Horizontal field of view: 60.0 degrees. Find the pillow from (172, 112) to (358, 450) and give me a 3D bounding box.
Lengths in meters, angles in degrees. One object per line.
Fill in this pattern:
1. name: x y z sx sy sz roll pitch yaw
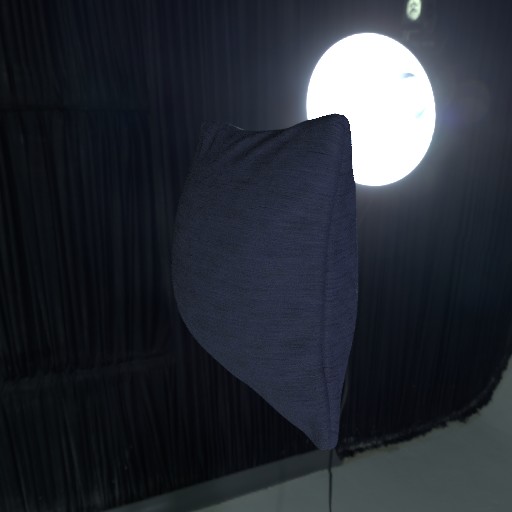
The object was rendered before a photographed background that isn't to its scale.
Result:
1. pillow: 0.000 0.000 0.692 0.246 0.414 0.432 -8 18 -25
